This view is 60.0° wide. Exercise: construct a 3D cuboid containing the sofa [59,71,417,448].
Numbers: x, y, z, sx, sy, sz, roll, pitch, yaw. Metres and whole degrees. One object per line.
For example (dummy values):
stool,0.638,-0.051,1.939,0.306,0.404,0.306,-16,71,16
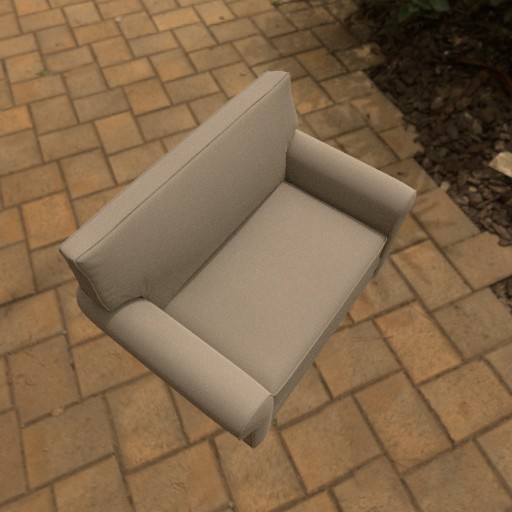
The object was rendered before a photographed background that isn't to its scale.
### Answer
sofa,0.000,0.000,2.081,0.937,1.006,1.405,32,63,19
